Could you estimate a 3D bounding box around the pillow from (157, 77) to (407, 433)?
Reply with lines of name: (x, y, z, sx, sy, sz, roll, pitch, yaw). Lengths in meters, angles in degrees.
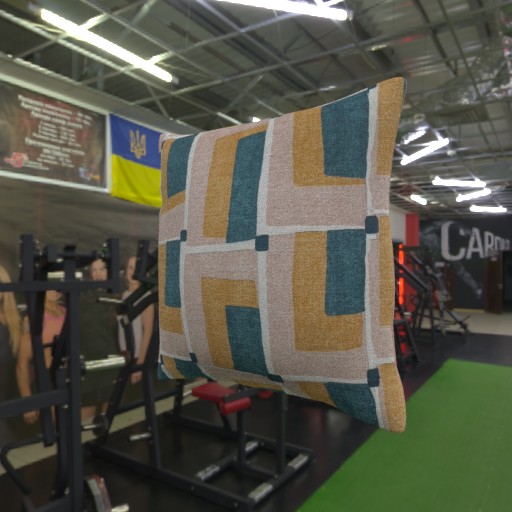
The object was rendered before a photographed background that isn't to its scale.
pillow: (0.000, 0.000, 0.718, 0.478, 0.479, 0.158, 0, -1, 36)
